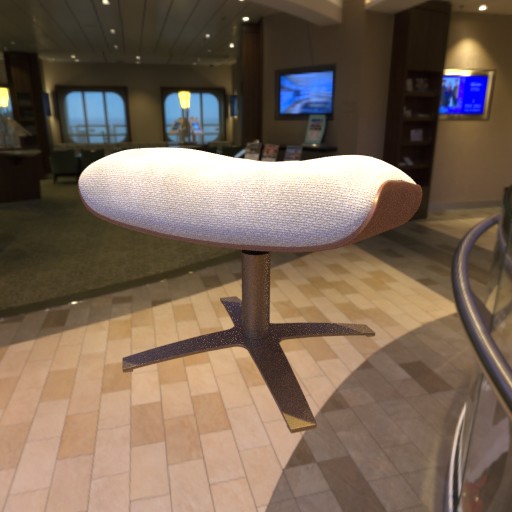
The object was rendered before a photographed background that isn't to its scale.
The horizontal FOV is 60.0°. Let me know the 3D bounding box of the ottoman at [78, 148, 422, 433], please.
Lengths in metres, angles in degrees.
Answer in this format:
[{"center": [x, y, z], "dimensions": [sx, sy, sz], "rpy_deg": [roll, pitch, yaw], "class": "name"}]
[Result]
[{"center": [0.000, 0.000, 0.836], "dimensions": [0.520, 0.391, 0.394], "rpy_deg": [9, 20, 28], "class": "ottoman"}]
